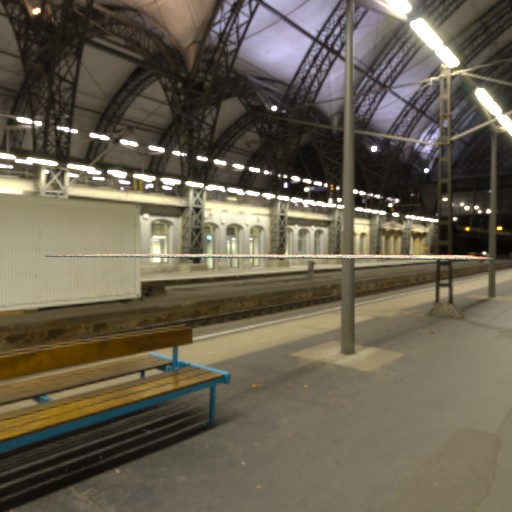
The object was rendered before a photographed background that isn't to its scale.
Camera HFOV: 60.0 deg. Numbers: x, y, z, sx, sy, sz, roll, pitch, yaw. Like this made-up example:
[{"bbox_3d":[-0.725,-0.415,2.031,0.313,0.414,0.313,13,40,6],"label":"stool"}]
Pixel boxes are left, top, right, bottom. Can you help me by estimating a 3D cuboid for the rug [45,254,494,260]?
[{"bbox_3d":[0.000,0.000,2.692,2.459,0.010,0.801,0,1,18],"label":"rug"}]
